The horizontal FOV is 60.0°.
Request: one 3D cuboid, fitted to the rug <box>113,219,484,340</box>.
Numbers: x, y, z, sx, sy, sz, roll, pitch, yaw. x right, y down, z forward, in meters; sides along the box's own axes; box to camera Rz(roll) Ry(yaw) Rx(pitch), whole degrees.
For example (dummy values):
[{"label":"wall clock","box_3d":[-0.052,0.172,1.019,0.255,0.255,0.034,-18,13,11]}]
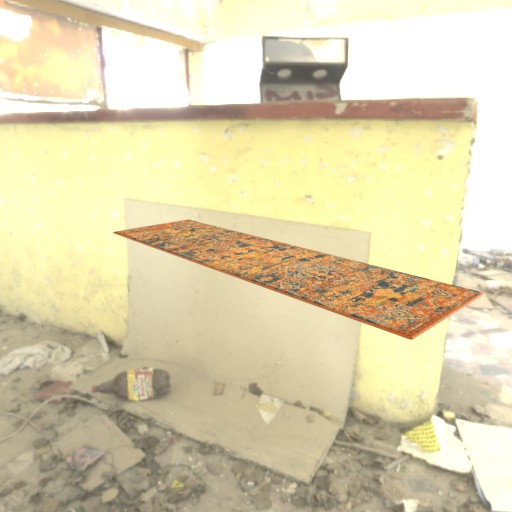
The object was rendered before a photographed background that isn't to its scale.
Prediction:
[{"label":"rug","box_3d":[0.000,0.000,2.553,0.651,0.016,2.274,-15,22,-41]}]
